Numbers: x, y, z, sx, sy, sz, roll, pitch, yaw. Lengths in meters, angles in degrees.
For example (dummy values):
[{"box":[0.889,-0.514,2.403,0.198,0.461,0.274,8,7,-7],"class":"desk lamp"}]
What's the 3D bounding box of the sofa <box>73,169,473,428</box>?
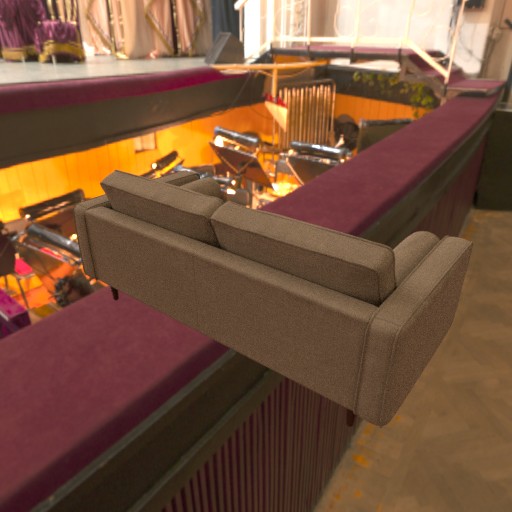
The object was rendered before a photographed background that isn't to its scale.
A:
[{"box":[0.000,0.000,2.305,1.879,0.762,0.914,20,33,33],"class":"sofa"}]
